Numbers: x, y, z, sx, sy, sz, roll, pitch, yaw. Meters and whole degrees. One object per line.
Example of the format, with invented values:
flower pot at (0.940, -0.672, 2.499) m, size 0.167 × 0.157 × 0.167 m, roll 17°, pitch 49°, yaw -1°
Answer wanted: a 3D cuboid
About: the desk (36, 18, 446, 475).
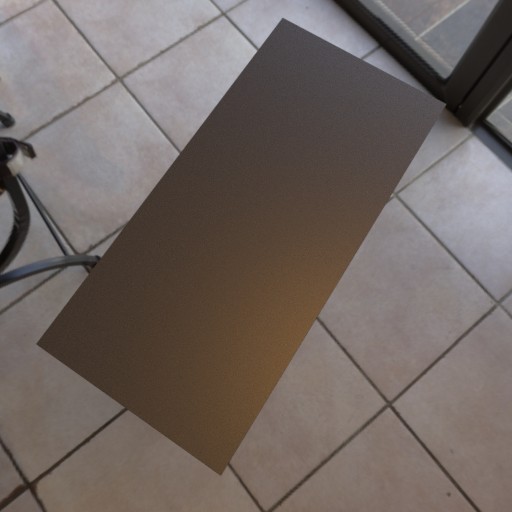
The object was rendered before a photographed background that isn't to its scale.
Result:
desk at (0.000, 0.000, 1.458) m, size 0.504 × 0.780 × 1.057 m, roll 32°, pitch 78°, yaw 8°
